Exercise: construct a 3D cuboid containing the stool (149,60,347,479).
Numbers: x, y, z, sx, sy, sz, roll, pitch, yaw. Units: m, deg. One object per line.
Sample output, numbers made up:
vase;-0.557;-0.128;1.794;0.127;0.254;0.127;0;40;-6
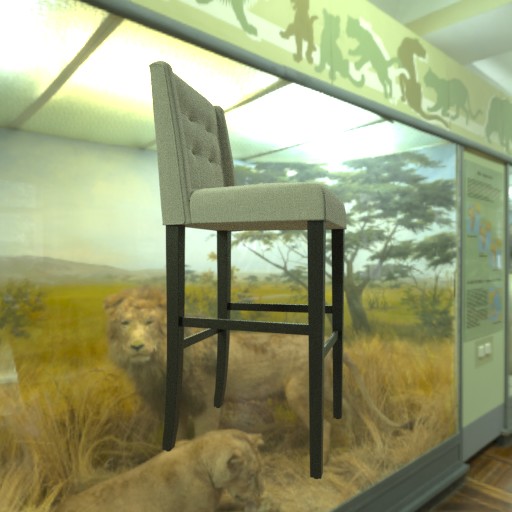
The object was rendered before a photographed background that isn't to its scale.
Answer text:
stool;0.000;0.000;1.385;0.509;1.116;0.474;0;0;18
